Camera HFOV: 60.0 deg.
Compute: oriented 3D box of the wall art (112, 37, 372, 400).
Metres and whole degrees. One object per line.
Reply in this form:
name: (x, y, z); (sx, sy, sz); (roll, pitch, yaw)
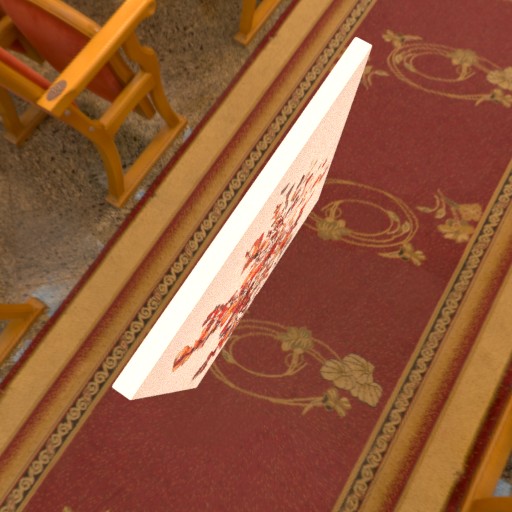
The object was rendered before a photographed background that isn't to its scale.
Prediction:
wall art: (0.000, 0.000, 1.118); (0.037, 0.757, 0.757); (32, 77, 8)
